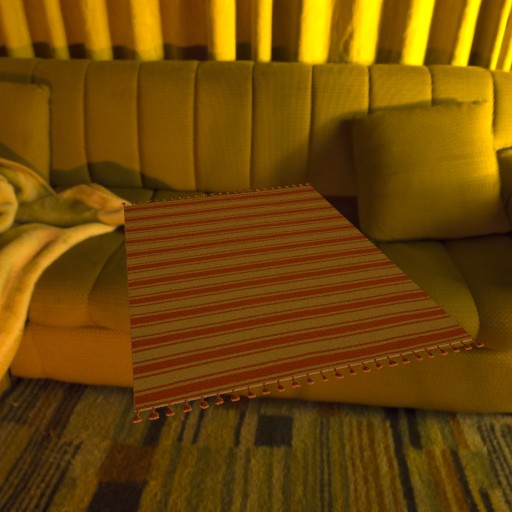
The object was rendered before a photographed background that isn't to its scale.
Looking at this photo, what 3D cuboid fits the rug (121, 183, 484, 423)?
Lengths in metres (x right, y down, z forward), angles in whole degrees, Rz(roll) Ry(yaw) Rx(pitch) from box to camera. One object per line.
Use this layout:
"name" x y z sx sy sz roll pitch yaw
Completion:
"rug" 0.000 0.000 4.281 2.451 0.035 3.369 -8 31 -14
